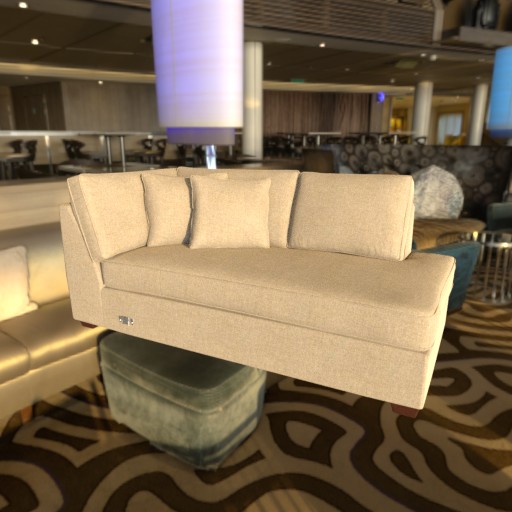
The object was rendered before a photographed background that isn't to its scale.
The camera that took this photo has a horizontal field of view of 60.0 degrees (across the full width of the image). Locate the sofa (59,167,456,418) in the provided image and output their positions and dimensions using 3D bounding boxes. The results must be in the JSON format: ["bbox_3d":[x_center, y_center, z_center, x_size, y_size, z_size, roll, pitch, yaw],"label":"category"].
[{"bbox_3d":[0.000,0.000,2.762,2.238,1.019,1.110,8,17,26],"label":"sofa"}]
